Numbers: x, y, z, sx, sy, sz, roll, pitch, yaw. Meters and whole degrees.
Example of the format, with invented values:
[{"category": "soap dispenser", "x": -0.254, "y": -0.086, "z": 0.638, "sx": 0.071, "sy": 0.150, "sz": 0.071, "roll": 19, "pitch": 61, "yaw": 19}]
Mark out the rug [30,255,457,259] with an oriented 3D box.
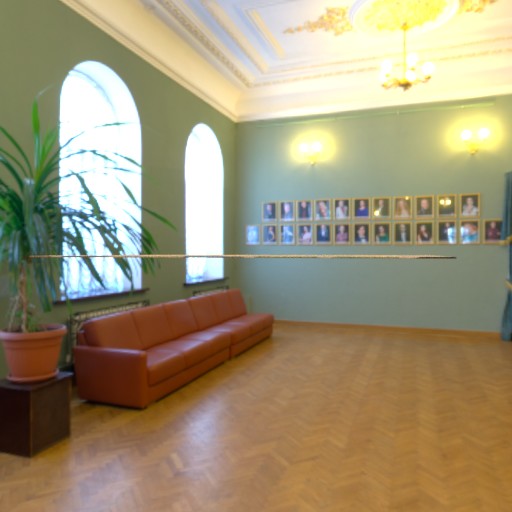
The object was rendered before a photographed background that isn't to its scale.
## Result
[{"category": "rug", "x": 0.000, "y": 0.000, "z": 2.364, "sx": 1.828, "sy": 0.006, "sz": 1.216, "roll": 0, "pitch": 0, "yaw": 18}]
